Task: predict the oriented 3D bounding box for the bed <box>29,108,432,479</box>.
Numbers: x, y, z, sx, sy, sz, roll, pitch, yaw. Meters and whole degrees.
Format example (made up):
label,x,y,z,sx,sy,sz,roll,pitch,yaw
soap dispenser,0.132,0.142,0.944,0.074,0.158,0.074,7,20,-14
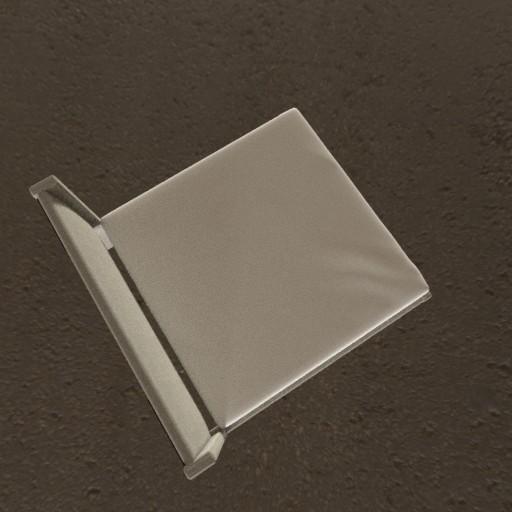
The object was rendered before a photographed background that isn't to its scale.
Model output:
label,x,y,z,sx,sy,sz,roll,pitch,yaw
bed,0.000,0.000,3.614,2.280,1.470,2.140,-32,78,-7
